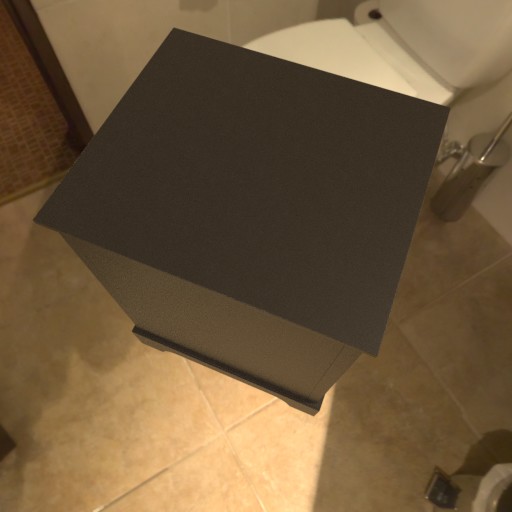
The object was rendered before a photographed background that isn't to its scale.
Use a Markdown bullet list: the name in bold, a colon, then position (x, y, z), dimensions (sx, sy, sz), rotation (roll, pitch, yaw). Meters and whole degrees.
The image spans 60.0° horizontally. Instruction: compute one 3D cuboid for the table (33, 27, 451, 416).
- **table**: position (0.000, 0.000, 0.886), dimensions (0.460, 0.610, 0.399), rotation (20, 66, 10)
